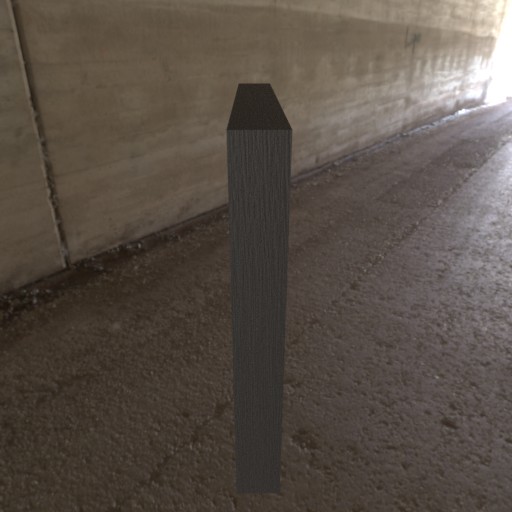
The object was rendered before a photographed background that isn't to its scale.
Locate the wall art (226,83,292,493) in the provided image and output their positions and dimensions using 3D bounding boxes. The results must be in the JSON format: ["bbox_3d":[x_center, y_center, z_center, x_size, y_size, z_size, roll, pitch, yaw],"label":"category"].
[{"bbox_3d":[0.000,0.000,0.446,0.036,0.300,0.302,0,26,-1],"label":"wall art"}]
